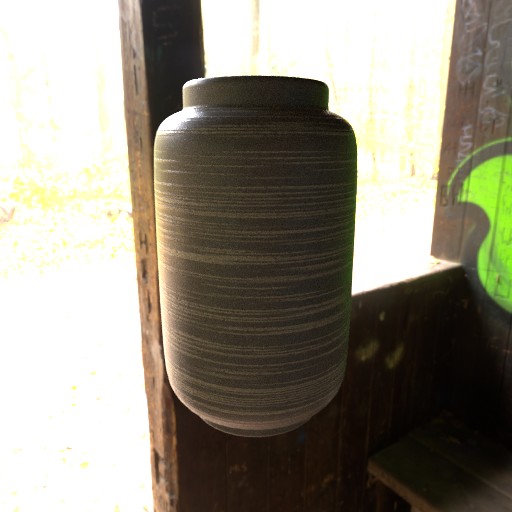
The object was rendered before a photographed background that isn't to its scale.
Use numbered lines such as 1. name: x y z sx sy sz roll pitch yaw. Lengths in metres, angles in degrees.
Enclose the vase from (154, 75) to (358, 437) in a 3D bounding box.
1. vase: 0.000 0.000 0.687 0.297 0.499 0.297 0 15 0
